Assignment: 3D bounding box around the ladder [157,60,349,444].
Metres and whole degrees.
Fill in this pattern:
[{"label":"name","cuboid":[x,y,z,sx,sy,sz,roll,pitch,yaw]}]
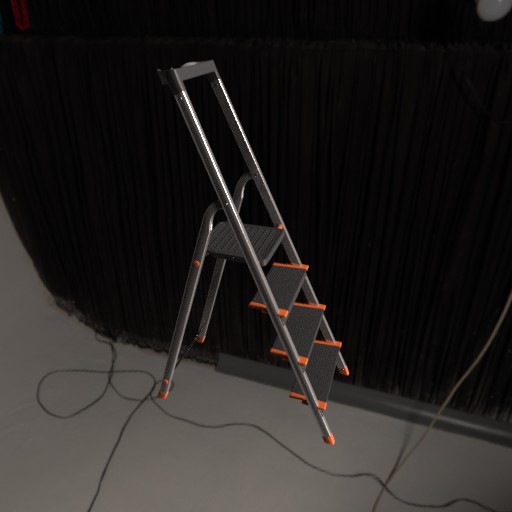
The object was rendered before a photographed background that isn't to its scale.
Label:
[{"label":"ladder","cuboid":[0.000,0.000,1.806,0.834,1.429,0.452,9,30,16]}]
